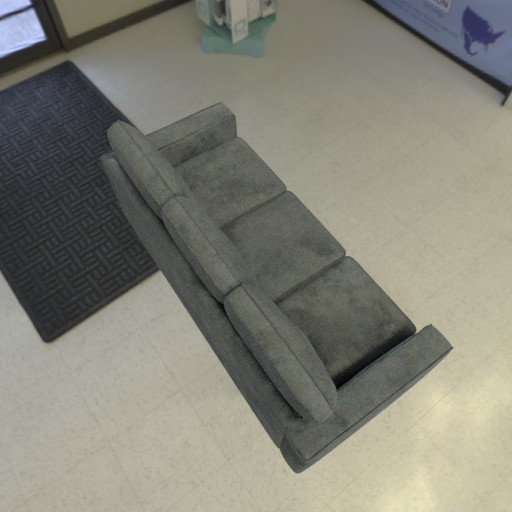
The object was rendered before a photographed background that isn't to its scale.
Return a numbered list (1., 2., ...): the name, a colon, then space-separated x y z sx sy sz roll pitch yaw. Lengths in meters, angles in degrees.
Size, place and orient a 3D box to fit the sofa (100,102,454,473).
1. sofa: 0.000 0.000 2.598 0.939 0.965 2.133 -30 64 -17
